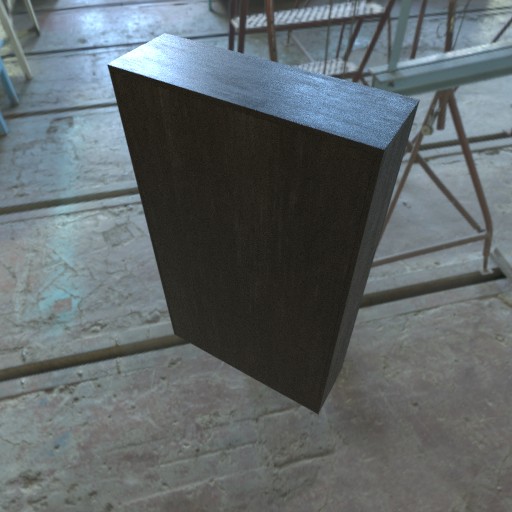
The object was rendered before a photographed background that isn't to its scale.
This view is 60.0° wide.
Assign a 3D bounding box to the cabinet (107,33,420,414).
[{"bbox_3d":[0.000,0.000,1.560,0.750,1.280,0.250,24,52,20],"label":"cabinet"}]
